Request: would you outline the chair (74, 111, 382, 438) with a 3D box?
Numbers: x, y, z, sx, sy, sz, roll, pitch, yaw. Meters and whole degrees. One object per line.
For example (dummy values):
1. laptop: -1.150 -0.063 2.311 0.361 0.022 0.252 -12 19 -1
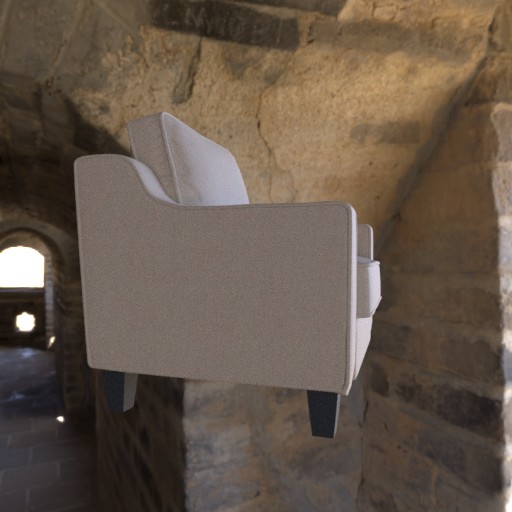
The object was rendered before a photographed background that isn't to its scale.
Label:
1. chair: 0.000 0.000 1.650 0.882 0.948 0.922 0 0 18
